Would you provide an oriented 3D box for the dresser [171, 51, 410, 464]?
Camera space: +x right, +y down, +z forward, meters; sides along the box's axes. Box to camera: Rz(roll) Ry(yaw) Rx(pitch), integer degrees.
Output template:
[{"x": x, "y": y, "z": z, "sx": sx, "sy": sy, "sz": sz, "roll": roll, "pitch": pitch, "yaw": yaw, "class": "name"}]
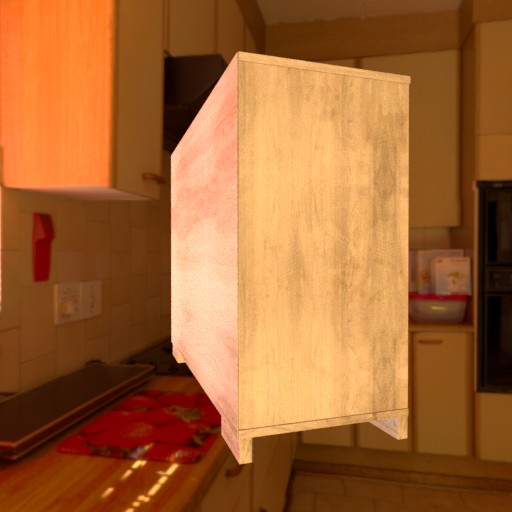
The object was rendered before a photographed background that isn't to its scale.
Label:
[{"x": 0.000, "y": 0.000, "z": 1.407, "sx": 0.404, "sy": 0.816, "sz": 0.994, "roll": 0, "pitch": 1, "yaw": -18, "class": "dresser"}]
